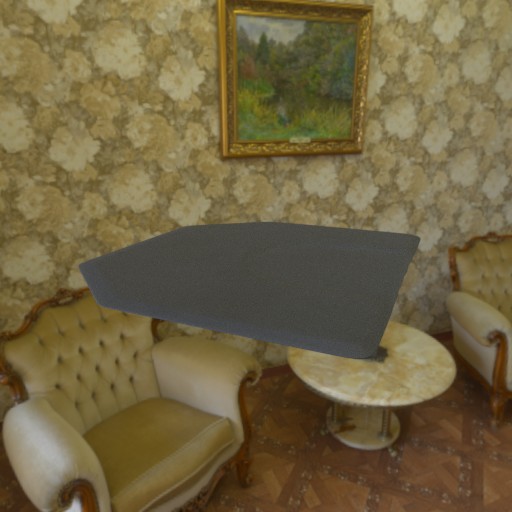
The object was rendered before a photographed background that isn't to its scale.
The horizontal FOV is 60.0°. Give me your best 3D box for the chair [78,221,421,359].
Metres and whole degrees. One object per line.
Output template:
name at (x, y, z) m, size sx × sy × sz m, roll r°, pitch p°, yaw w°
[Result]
chair at (0.000, 0.000, 1.879) m, size 1.219 × 0.024 × 1.372 m, roll 7°, pitch 18°, yaw 23°
